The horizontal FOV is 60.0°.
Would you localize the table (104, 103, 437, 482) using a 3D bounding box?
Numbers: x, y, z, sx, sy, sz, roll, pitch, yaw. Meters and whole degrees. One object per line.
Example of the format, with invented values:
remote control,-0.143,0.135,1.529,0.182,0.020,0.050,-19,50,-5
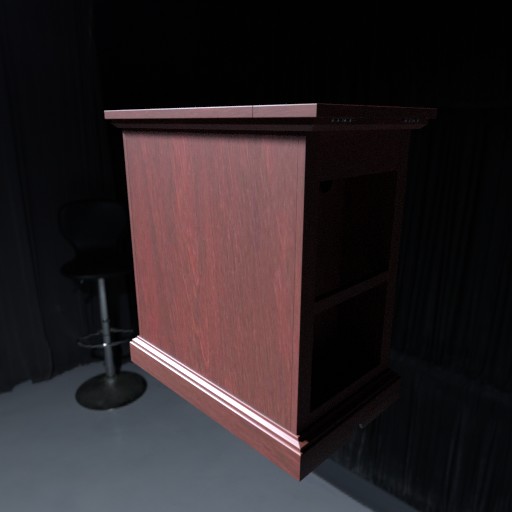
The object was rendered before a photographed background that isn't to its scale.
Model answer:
table,0.000,0.000,0.978,0.356,0.612,0.584,-16,23,-42
